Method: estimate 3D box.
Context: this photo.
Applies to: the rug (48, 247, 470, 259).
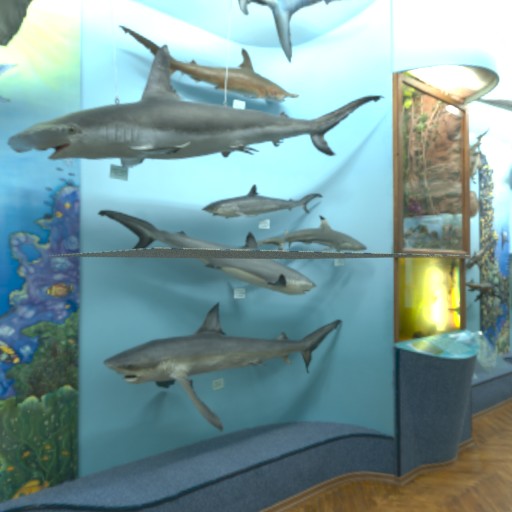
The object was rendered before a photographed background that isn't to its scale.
[{"bbox_3d":[0.000,0.000,4.098,3.059,0.008,2.453,1,-1,-37],"label":"rug"}]
